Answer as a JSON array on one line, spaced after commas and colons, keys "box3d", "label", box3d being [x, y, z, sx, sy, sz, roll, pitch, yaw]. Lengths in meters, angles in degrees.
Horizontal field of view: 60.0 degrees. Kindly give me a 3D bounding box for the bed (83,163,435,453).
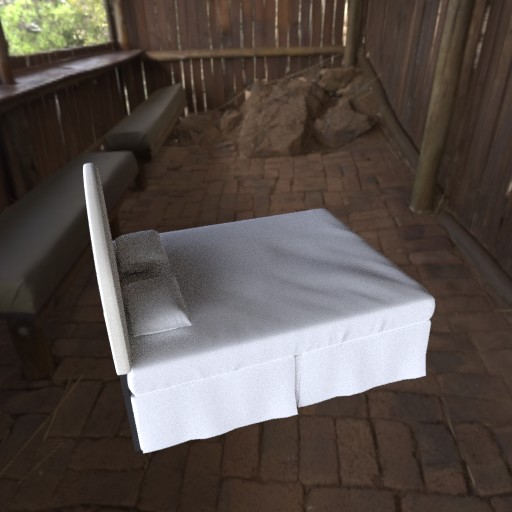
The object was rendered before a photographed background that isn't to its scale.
[{"box3d": [0.000, 0.000, 3.053, 2.005, 1.410, 1.607, -10, 32, -17], "label": "bed"}]
